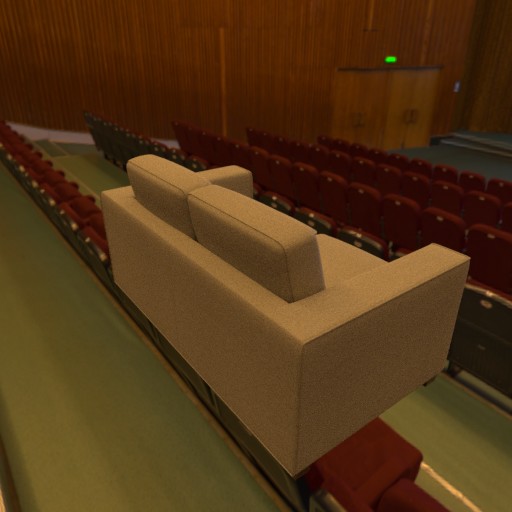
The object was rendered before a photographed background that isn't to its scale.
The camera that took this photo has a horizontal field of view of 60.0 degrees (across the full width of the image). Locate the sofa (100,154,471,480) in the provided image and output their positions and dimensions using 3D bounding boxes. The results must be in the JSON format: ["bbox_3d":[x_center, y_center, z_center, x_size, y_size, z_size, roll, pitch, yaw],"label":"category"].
[{"bbox_3d":[0.000,0.000,2.380,1.007,0.924,1.812,-19,33,-32],"label":"sofa"}]
